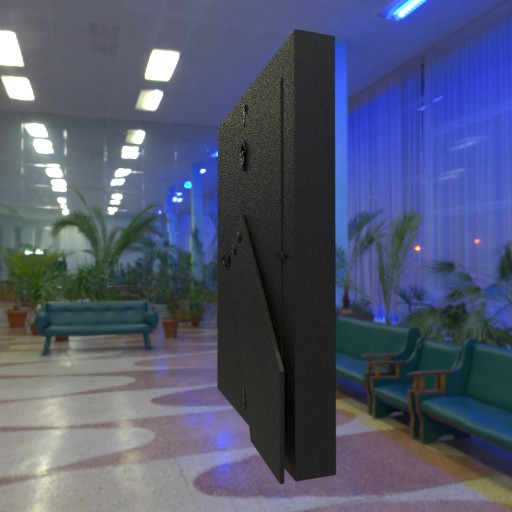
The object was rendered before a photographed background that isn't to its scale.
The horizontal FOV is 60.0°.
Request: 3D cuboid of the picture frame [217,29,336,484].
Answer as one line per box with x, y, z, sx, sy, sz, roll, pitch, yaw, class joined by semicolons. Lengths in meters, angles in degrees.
0.000;0.000;0.280;0.028;0.208;0.157;0;-1;-18;picture frame
